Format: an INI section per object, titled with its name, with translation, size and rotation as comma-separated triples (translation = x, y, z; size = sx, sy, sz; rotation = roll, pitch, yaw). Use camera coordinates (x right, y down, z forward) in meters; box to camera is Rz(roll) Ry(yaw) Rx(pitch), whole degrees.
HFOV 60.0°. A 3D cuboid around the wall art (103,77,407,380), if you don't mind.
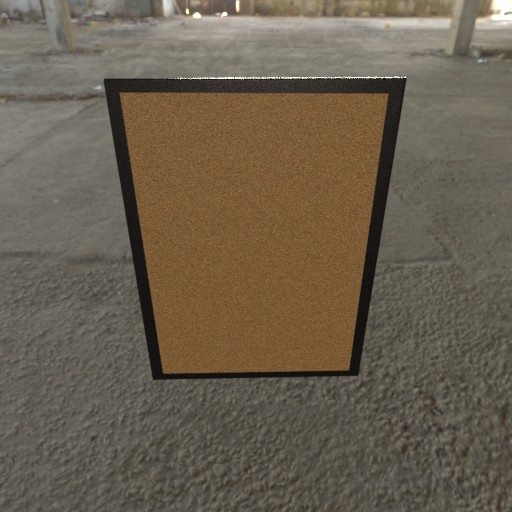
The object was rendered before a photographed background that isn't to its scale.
[wall art]
translation = 0.000, 0.000, 1.284
size = 0.707, 0.967, 0.013
rotation = -1, 31, -1
